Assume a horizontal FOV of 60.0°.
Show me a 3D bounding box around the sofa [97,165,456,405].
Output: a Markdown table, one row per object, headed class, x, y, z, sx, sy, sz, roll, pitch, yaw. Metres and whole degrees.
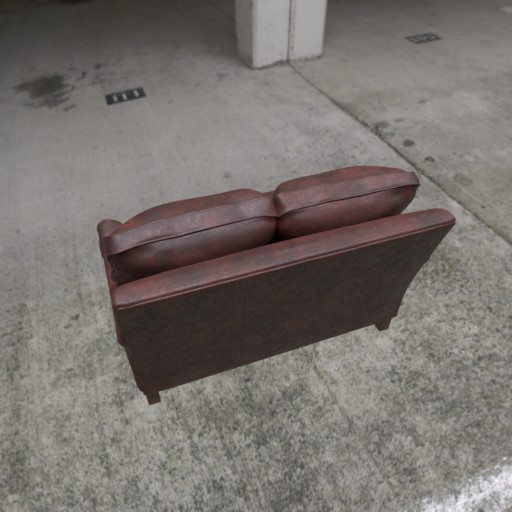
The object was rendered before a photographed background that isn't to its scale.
| class | x | y | z | sx | sy | sz | roll | pitch | yaw |
| --- | --- | --- | --- | --- | --- | --- | --- | --- | --- |
| sofa | 0.000 | 0.000 | 2.466 | 1.628 | 1.070 | 1.148 | -14 | 43 | -15 |
